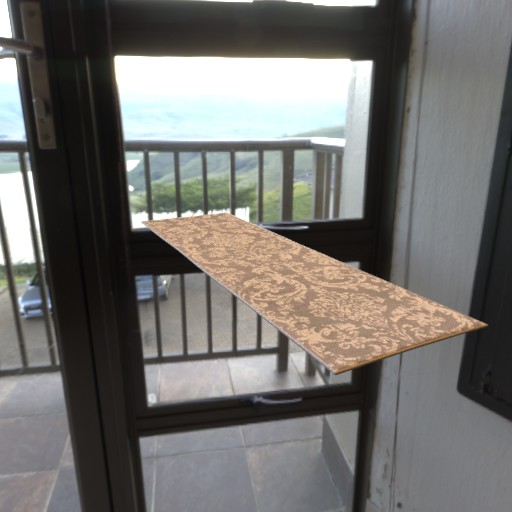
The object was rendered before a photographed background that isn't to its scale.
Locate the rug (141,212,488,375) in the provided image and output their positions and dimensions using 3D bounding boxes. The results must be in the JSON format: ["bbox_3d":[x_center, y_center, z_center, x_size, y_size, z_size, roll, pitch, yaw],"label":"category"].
[{"bbox_3d":[0.000,0.000,2.312,0.662,0.011,2.196,-9,19,-27],"label":"rug"}]
